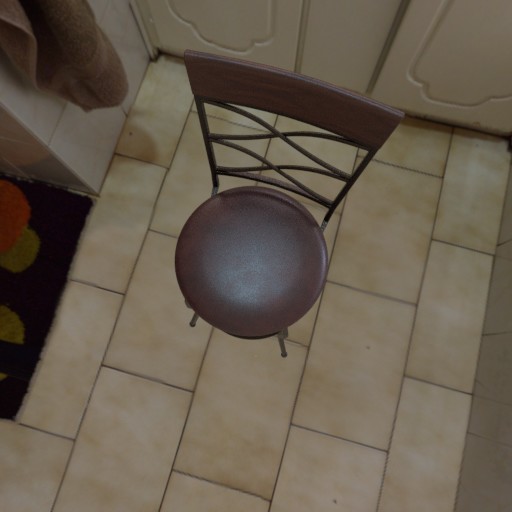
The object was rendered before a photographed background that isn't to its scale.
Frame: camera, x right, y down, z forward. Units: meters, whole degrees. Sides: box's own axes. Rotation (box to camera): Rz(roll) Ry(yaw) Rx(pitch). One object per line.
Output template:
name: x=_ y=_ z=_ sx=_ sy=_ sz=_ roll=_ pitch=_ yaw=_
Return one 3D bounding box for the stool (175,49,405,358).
stool: x=0.000 y=0.000 z=1.363 sx=0.448 sy=1.130 sz=0.513 roll=18 pitch=78 yaw=4
